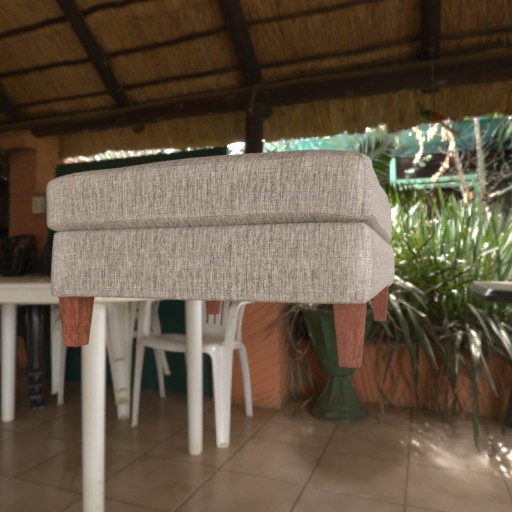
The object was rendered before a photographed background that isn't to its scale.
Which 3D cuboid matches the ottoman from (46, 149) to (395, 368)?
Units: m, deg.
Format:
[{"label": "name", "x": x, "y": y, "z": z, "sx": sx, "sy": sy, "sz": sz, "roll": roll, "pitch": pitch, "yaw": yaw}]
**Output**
[{"label": "ottoman", "x": 0.000, "y": 0.000, "z": 1.464, "sx": 0.839, "sy": 0.492, "sz": 0.994, "roll": -1, "pitch": -2, "yaw": 20}]
